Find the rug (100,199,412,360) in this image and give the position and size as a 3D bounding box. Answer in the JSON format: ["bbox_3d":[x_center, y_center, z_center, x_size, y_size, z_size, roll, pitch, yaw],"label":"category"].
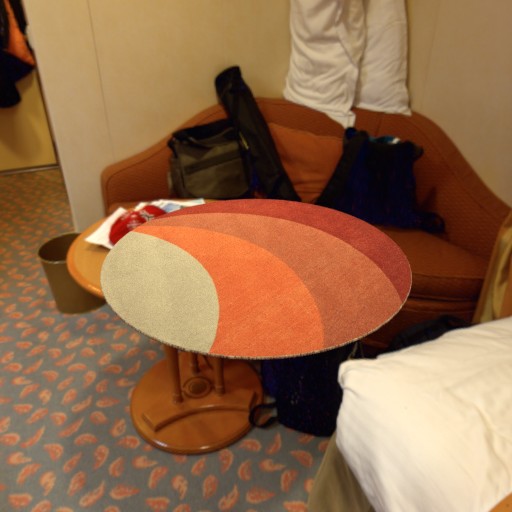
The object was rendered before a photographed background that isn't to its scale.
[{"bbox_3d":[0.000,0.000,2.252,1.514,0.015,1.514,0,29,0],"label":"rug"}]
